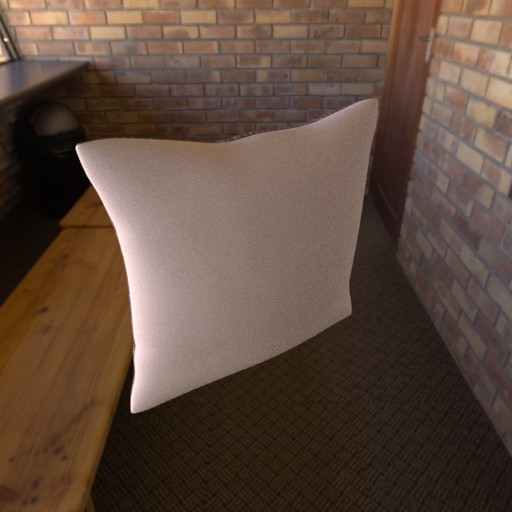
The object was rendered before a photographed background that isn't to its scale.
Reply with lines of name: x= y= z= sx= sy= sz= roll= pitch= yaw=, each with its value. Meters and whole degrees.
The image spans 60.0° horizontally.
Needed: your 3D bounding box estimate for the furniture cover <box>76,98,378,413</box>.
furniture cover: x=0.000 y=0.000 z=0.825 sx=0.552 sy=0.509 sz=0.193 roll=-18 pitch=35 yaw=-28
